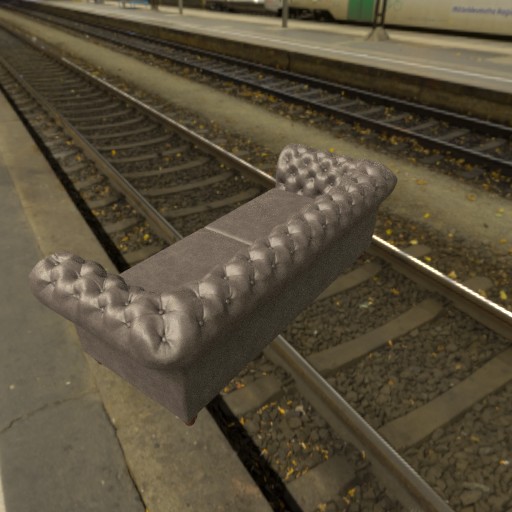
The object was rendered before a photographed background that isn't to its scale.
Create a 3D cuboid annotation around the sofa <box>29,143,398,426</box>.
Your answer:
[{"bbox_3d":[0.000,0.000,2.800,0.944,0.783,2.385,21,38,30],"label":"sofa"}]
